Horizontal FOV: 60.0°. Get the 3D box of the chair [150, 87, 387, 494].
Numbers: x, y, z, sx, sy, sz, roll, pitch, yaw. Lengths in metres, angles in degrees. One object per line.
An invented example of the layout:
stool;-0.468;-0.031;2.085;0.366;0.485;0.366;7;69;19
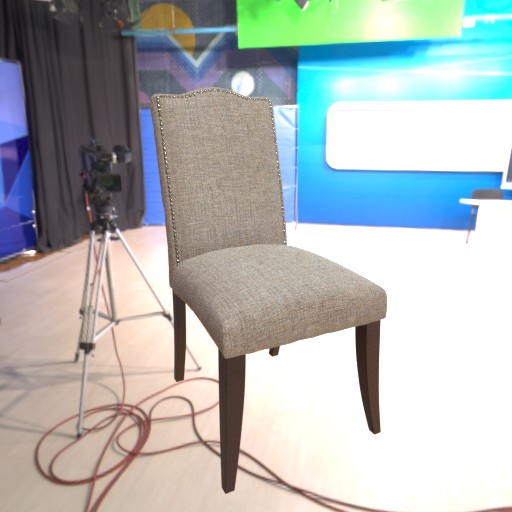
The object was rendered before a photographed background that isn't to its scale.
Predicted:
chair;0.000;0.000;1.367;0.513;1.016;0.660;-8;19;-26
